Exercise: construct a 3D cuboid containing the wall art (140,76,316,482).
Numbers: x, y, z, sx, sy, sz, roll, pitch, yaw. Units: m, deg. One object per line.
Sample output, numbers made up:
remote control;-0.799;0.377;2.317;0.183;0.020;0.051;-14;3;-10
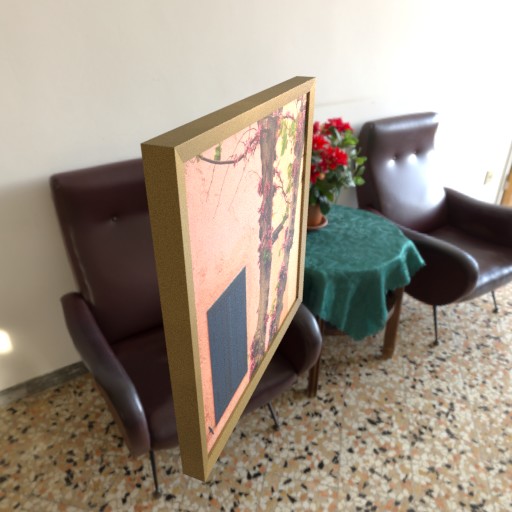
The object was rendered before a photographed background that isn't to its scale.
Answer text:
wall art;0.000;0.000;0.753;0.038;0.508;0.507;11;31;19
